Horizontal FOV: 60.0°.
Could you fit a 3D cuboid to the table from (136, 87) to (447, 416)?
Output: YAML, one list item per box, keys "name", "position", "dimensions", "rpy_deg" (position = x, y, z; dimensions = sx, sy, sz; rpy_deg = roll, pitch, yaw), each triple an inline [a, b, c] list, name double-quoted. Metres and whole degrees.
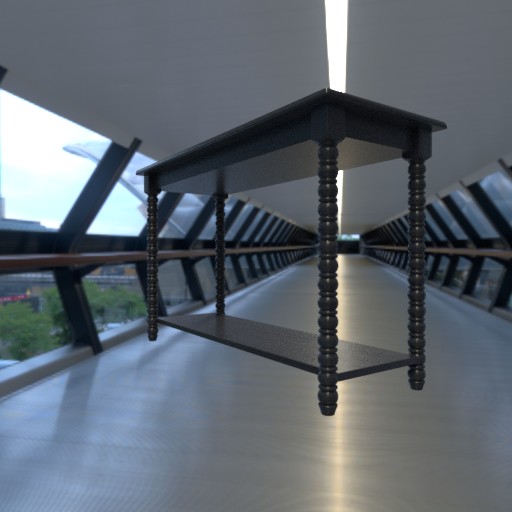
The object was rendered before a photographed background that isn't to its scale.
- name: "table"
  position: [0.000, 0.000, 1.565]
  dimensions: [0.459, 0.735, 1.184]
  rpy_deg: [0, 0, -35]
